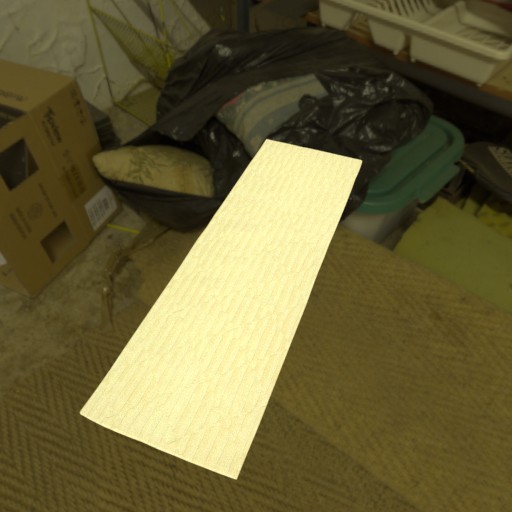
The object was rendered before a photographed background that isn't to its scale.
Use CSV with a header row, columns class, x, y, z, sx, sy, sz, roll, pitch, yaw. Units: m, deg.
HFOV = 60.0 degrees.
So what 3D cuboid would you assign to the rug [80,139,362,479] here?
class,x,y,z,sx,sy,sz,roll,pitch,yaw
rug,0.000,0.000,2.707,0.793,0.014,2.450,16,49,14
